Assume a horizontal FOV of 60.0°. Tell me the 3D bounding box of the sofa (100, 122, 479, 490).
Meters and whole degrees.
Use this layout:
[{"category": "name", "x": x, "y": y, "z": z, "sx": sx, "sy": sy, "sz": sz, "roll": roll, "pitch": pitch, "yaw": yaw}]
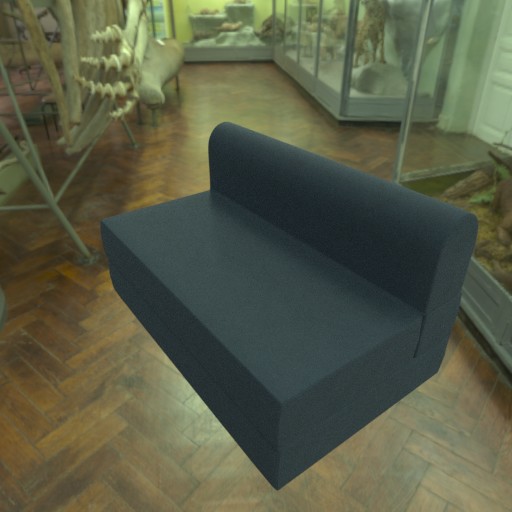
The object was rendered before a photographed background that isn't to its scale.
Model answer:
[{"category": "sofa", "x": 0.000, "y": 0.000, "z": 1.643, "sx": 0.762, "sy": 0.660, "sz": 1.219, "roll": -21, "pitch": 37, "yaw": -31}]
